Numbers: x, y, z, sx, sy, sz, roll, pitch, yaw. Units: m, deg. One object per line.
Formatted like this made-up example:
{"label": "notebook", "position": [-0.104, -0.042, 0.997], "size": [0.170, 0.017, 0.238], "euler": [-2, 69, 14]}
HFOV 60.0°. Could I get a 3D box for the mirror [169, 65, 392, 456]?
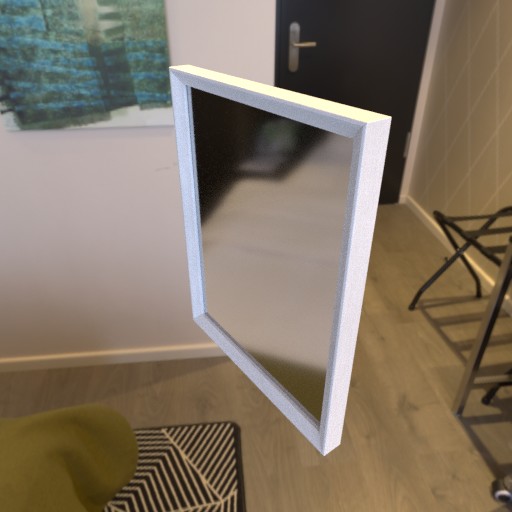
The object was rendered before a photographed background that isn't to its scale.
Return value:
{"label": "mirror", "position": [0.000, 0.000, 0.698], "size": [0.041, 0.509, 0.406], "euler": [-21, 37, -30]}
